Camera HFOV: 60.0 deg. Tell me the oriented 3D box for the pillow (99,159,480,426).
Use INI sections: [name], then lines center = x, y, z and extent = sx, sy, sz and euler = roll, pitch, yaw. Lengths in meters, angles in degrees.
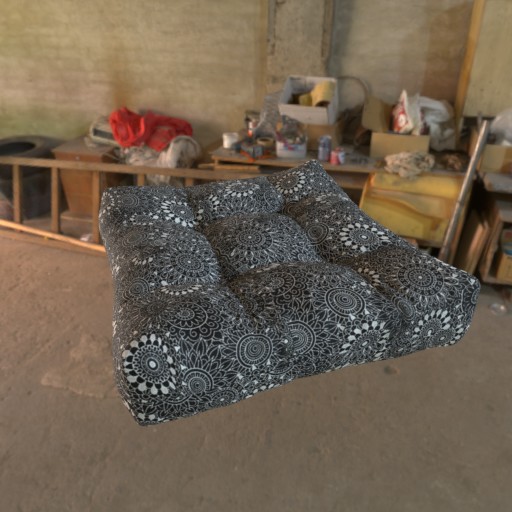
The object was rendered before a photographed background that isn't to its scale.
[pillow]
center = 0.000, 0.000, 0.713
extent = 0.468, 0.128, 0.490
euler = -10, 33, -16
